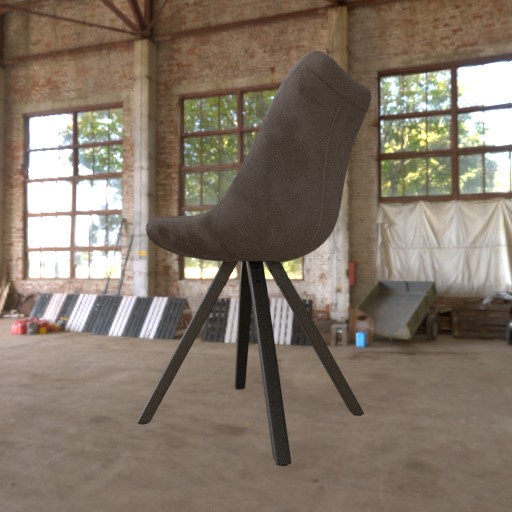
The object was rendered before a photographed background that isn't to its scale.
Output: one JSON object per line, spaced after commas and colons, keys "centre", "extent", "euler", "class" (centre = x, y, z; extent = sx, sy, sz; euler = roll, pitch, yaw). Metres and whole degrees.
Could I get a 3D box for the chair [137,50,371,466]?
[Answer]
{"centre": [0.000, 0.000, 1.171], "extent": [0.550, 0.850, 0.476], "euler": [-1, -2, 36], "class": "chair"}
